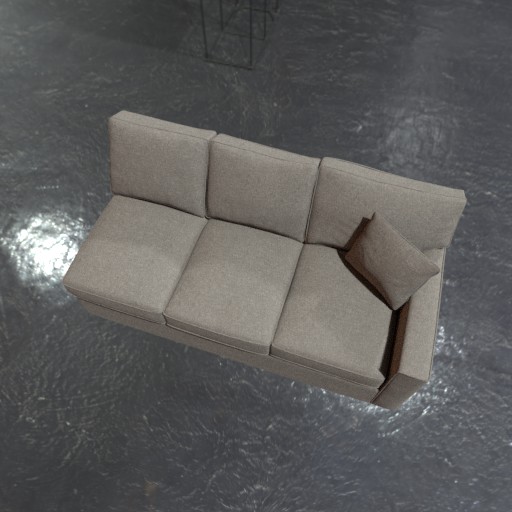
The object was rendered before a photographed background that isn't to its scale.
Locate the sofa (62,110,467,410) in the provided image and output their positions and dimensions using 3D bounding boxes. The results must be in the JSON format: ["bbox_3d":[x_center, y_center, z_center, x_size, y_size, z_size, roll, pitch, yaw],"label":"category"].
[{"bbox_3d":[0.000,0.000,2.520,1.963,0.946,1.034,16,59,9],"label":"sofa"}]
